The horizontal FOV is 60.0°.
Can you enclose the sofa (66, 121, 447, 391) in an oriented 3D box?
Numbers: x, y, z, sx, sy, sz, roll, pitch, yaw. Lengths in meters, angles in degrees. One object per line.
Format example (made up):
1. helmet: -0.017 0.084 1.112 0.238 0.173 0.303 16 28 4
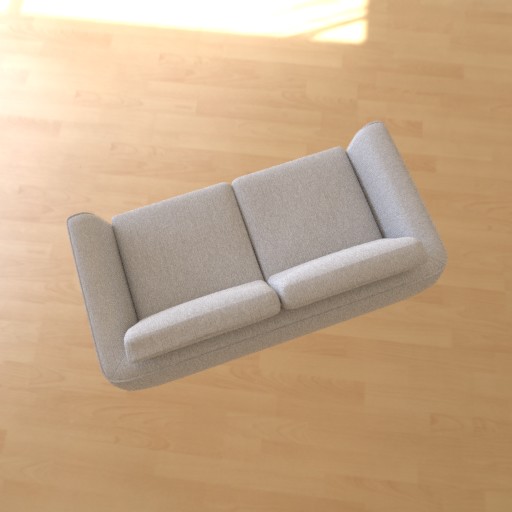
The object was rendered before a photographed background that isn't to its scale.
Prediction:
1. sofa: 0.000 0.000 2.299 1.700 0.850 0.920 -18 75 -5
